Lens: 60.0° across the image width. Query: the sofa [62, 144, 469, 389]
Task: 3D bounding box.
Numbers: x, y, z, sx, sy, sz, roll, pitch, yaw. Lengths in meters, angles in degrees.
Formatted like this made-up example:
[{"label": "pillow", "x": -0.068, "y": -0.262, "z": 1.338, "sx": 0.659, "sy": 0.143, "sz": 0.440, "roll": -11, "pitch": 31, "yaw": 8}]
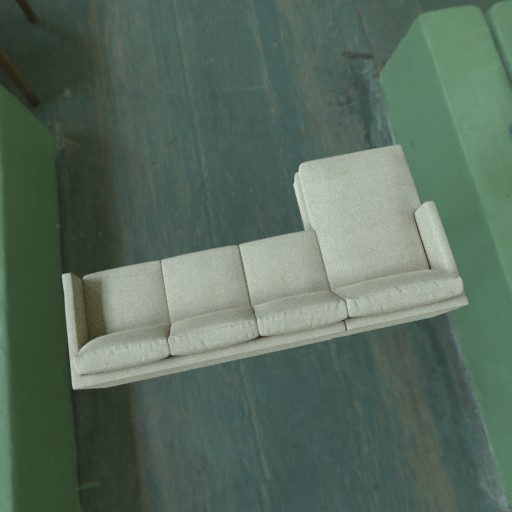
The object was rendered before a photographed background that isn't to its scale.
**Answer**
[{"label": "sofa", "x": 0.000, "y": 0.000, "z": 3.923, "sx": 3.205, "sy": 0.922, "sz": 1.650, "roll": -11, "pitch": 75, "yaw": -3}]
